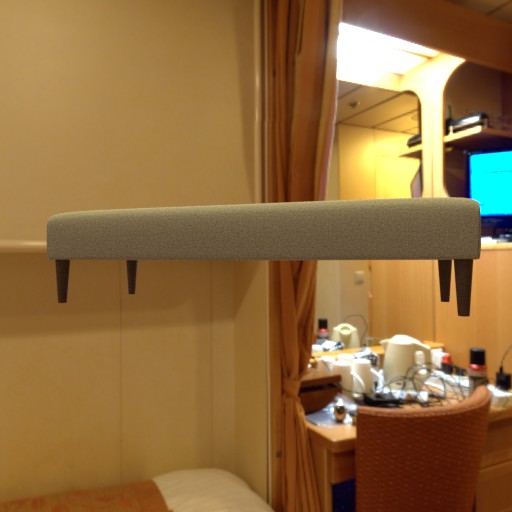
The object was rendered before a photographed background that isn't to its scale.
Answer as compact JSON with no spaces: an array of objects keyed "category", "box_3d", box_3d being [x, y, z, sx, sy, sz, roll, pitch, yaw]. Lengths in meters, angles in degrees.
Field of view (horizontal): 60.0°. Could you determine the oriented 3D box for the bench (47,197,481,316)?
[{"category":"bench","box_3d":[0.000,0.000,1.836,1.598,0.383,0.631,0,-1,17]}]
